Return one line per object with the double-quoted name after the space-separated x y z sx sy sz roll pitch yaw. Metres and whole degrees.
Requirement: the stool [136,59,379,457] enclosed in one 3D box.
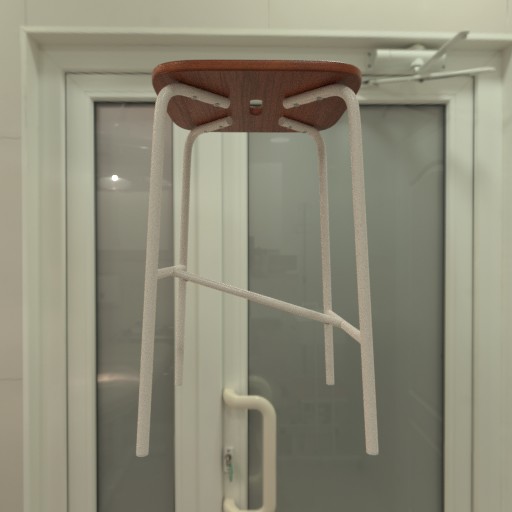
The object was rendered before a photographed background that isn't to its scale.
0.000 0.000 0.864 0.376 0.610 0.376 0 1 -1 "stool"
